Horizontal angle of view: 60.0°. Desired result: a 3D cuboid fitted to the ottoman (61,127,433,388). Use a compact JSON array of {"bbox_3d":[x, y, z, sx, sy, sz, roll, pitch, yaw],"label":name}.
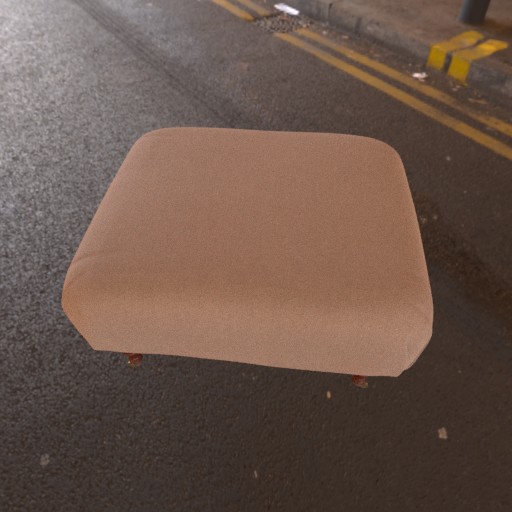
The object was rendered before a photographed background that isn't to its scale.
[{"bbox_3d":[0.000,0.000,1.133,0.746,0.450,0.639,4,47,4],"label":"ottoman"}]
